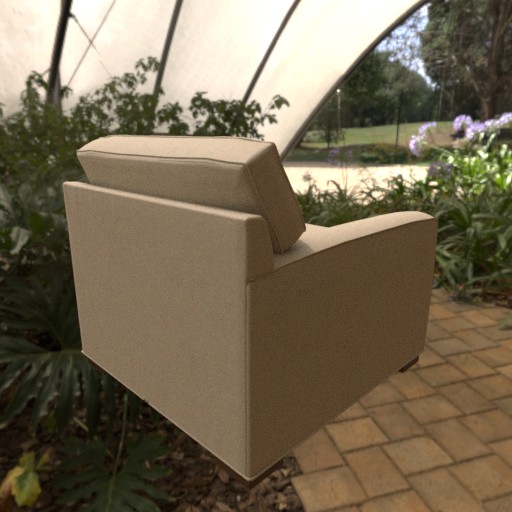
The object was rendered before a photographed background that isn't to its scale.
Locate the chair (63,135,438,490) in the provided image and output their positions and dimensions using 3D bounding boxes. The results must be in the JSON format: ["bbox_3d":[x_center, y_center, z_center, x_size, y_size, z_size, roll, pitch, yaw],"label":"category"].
[{"bbox_3d":[0.000,0.000,1.728,0.998,0.913,1.043,15,22,43],"label":"chair"}]
